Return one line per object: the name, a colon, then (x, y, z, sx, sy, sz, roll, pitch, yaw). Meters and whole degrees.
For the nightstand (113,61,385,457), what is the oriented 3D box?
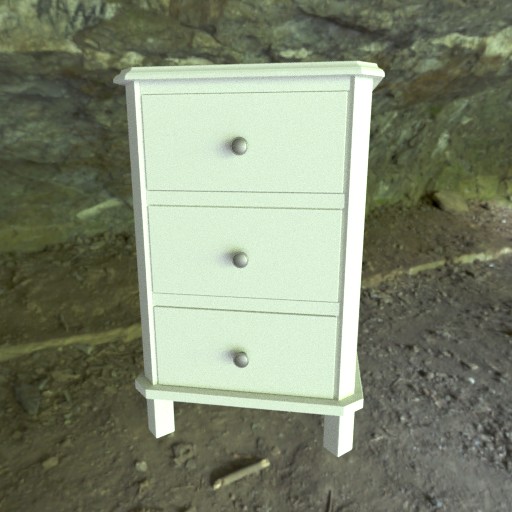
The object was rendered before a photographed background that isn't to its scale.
nightstand: (0.000, 0.000, 0.909, 0.435, 0.681, 0.351, 2, 14, 9)
